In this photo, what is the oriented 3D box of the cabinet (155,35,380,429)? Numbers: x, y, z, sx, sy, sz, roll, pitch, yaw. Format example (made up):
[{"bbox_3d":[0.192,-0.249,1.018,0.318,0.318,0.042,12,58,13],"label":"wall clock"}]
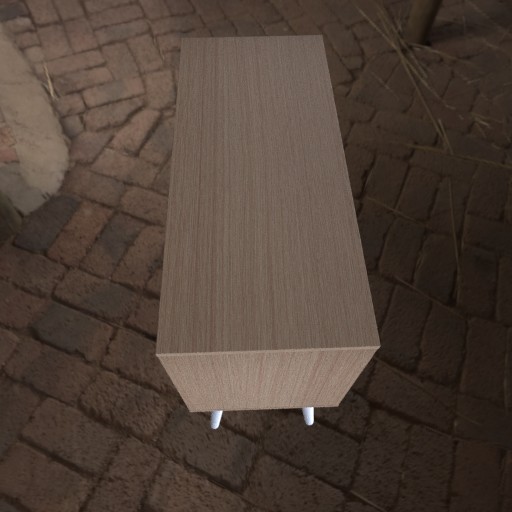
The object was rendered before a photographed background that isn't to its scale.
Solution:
[{"bbox_3d":[0.000,0.000,1.607,0.470,1.016,1.057,-2,59,-1],"label":"cabinet"}]
